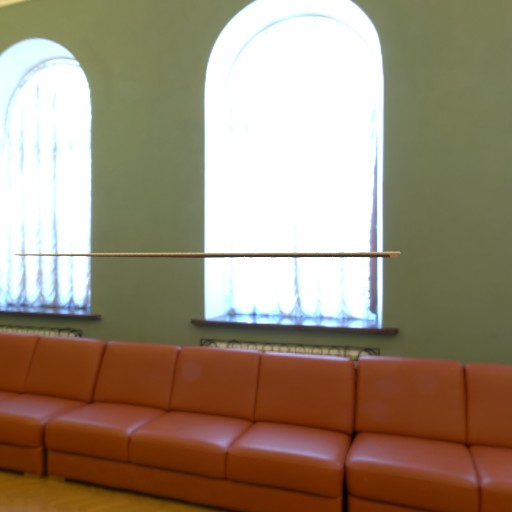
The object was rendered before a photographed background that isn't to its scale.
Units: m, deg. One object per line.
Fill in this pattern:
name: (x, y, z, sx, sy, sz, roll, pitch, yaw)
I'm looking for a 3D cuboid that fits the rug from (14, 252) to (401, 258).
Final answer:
rug: (0.000, 0.000, 3.993, 2.423, 0.019, 3.009, 0, -1, 17)
